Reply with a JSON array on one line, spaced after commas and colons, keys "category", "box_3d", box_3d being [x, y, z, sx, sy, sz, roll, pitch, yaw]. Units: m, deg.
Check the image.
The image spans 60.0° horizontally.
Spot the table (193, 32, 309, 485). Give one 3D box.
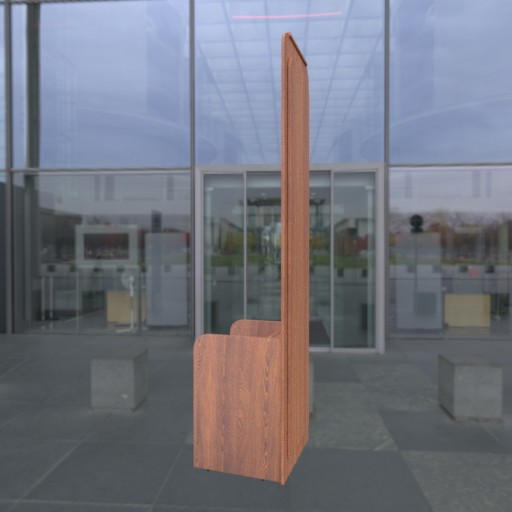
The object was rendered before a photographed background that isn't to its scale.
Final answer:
[{"category": "table", "box_3d": [0.000, 0.000, 2.031, 0.420, 1.830, 0.450, 0, 1, 19]}]
